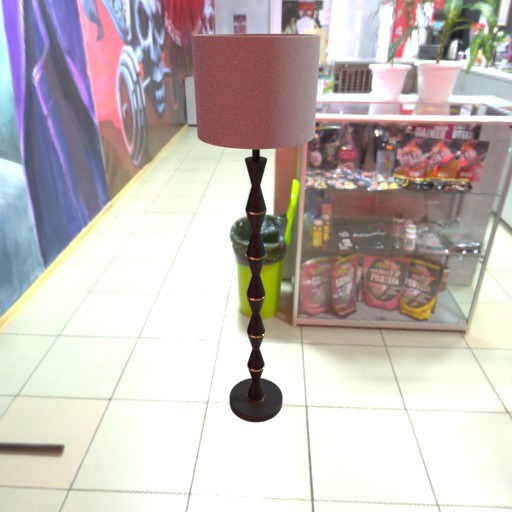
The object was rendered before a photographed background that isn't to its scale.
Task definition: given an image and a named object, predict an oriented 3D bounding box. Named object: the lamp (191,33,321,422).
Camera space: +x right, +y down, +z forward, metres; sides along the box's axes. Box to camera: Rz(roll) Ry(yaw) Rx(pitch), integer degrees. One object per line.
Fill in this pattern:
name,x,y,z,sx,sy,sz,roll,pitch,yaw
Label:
lamp,0.000,0.000,1.657,0.381,1.480,0.381,18,33,31
